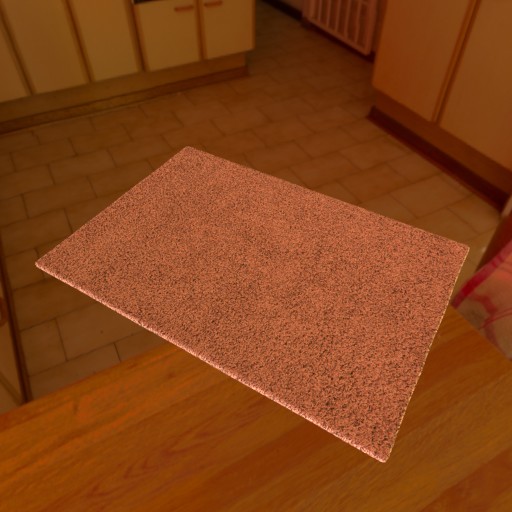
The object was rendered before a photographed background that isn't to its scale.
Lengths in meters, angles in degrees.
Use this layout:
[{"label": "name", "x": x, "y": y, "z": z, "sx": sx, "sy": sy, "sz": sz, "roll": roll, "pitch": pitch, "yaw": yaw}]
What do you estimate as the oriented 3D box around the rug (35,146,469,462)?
[{"label": "rug", "x": 0.000, "y": 0.000, "z": 2.191, "sx": 1.778, "sy": 0.030, "sz": 1.219, "roll": 24, "pitch": 50, "yaw": 21}]
